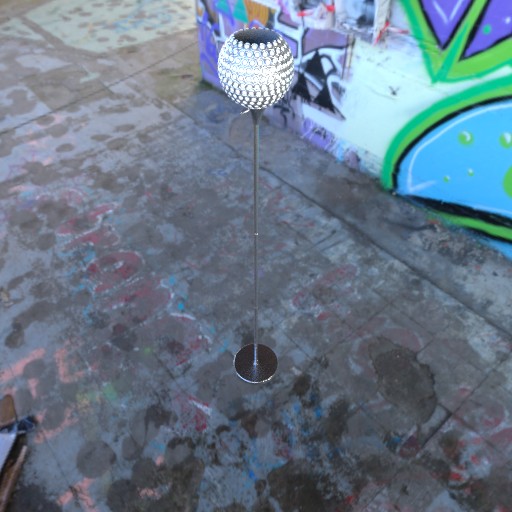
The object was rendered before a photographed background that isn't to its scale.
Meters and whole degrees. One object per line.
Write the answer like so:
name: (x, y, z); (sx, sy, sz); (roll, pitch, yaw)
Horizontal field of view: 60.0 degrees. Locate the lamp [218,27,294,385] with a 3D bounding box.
lamp: (0.000, 0.000, 1.907); (0.254, 1.805, 0.254); (0, 46, 0)
